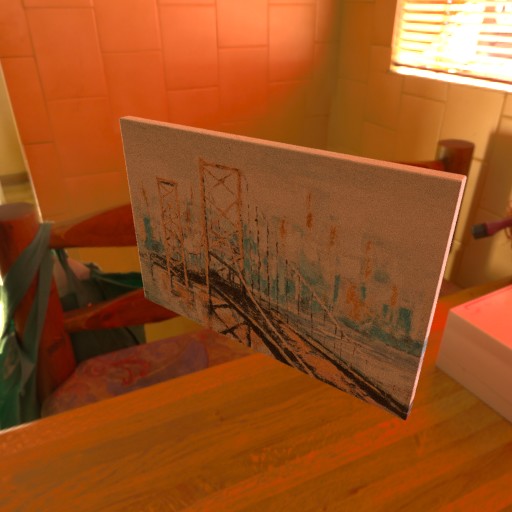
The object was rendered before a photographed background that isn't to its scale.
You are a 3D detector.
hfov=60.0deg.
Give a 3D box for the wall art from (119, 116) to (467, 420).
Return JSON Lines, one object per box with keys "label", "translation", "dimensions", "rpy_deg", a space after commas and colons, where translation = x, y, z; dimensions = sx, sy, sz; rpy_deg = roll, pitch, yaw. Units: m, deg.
{"label": "wall art", "translation": [0.000, 0.000, 1.170], "dimensions": [0.913, 0.609, 0.038], "rpy_deg": [19, 34, 30]}
